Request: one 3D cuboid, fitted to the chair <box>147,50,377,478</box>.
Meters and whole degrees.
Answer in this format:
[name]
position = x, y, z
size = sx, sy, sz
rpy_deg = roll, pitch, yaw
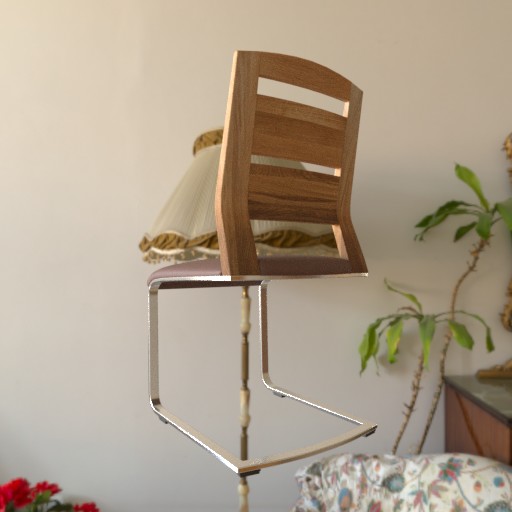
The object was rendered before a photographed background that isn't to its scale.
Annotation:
[chair]
position = 0.000, 0.000, 1.301
size = 0.460, 0.970, 0.570
rpy_deg = 0, -1, -35
